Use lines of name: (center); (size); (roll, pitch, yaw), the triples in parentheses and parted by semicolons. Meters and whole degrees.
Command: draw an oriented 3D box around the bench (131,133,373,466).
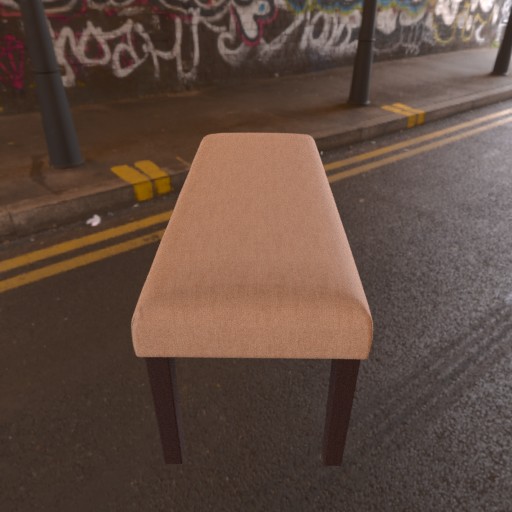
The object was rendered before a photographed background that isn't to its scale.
bench: (0.000, 0.000, 1.246); (0.407, 0.456, 1.013); (0, 31, 1)
